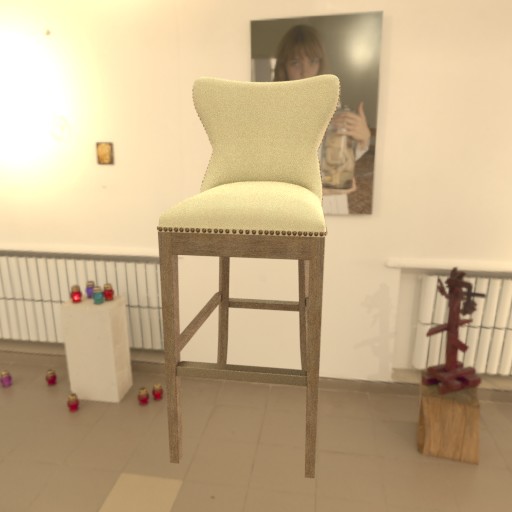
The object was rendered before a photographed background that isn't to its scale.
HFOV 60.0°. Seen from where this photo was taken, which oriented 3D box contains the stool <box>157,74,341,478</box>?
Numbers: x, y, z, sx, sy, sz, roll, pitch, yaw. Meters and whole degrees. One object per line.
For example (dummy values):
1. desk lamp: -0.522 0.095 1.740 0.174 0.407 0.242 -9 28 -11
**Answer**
1. stool: 0.000 0.000 1.417 0.494 1.123 0.606 2 16 8
